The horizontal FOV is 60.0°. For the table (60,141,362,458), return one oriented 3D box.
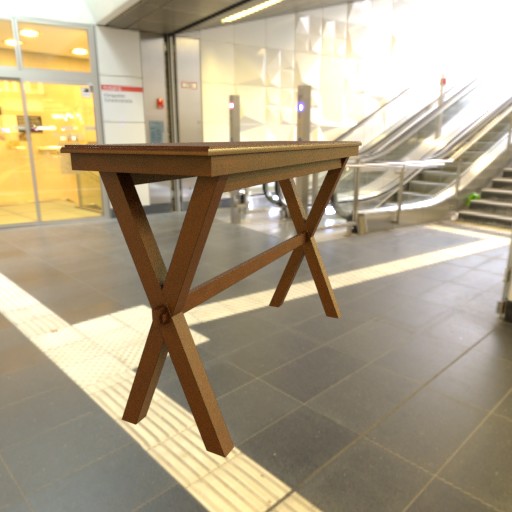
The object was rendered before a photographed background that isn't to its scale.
[{"bbox_3d":[0.000,0.000,1.539,0.399,0.763,1.197,7,17,26],"label":"table"}]
